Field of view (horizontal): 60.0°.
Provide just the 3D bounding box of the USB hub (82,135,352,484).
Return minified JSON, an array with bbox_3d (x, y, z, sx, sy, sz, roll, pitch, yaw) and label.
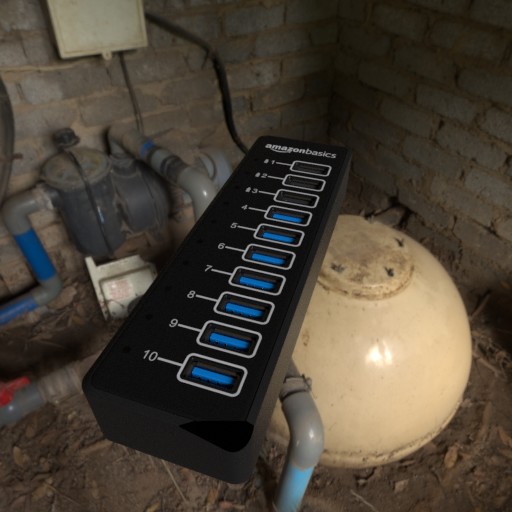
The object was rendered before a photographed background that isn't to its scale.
[{"bbox_3d":[0.000,0.000,0.160,0.044,0.023,0.145,12,43,14],"label":"USB hub"}]
